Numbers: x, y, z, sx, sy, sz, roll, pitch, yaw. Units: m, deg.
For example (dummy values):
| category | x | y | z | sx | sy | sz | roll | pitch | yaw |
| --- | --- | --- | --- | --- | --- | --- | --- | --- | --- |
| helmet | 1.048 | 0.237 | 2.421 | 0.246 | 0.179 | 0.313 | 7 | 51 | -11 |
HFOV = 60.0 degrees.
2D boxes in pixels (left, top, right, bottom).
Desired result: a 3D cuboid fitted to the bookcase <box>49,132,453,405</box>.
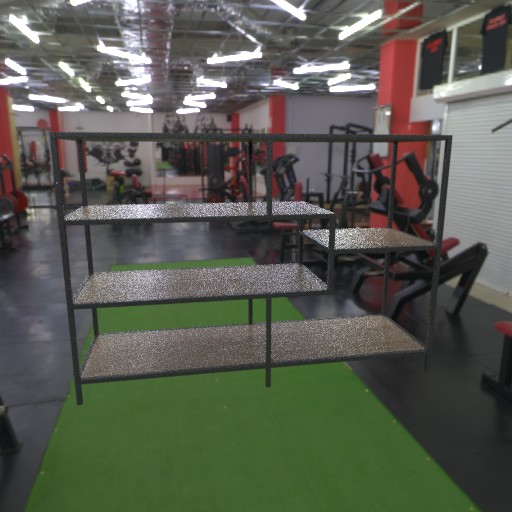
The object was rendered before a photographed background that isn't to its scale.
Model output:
| category | x | y | z | sx | sy | sz | roll | pitch | yaw |
| --- | --- | --- | --- | --- | --- | --- | --- | --- | --- |
| bookcase | 0.000 | 0.000 | 1.489 | 1.140 | 0.780 | 0.350 | -2 | 13 | -10 |
